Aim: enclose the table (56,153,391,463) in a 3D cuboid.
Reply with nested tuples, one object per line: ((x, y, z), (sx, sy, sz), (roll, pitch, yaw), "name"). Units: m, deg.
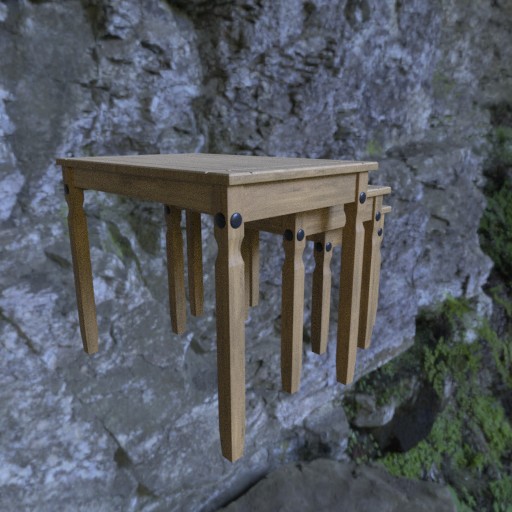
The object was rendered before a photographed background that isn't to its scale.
((0.000, 0.000, 1.229), (0.773, 0.535, 0.660), (-15, 21, -43), "table")
